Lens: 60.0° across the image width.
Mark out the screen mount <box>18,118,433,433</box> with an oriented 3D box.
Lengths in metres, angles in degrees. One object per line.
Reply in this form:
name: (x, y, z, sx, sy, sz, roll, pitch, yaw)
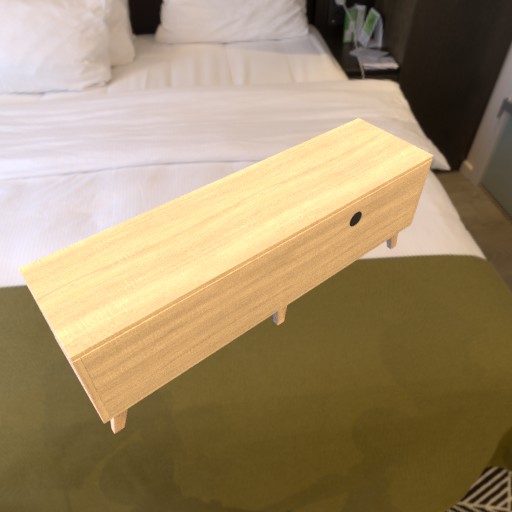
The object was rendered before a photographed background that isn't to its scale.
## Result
screen mount: (0.000, 0.000, 1.722, 1.500, 0.509, 0.401, -29, 52, -26)
